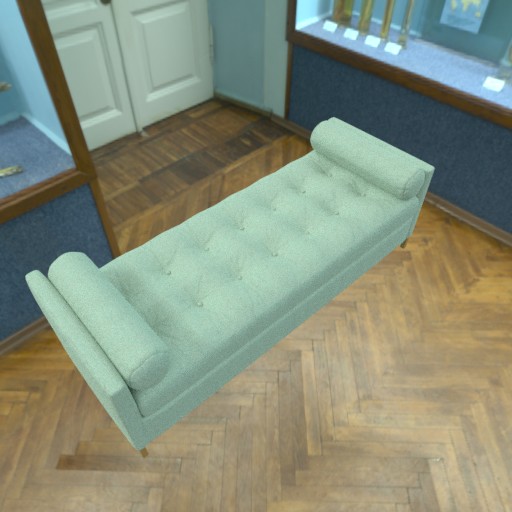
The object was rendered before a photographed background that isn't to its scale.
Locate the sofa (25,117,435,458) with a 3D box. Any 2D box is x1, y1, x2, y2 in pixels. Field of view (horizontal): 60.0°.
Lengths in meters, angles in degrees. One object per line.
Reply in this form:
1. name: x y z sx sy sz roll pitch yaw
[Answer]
1. sofa: 0.000 0.000 2.454 2.102 0.705 0.796 -33 55 -27
